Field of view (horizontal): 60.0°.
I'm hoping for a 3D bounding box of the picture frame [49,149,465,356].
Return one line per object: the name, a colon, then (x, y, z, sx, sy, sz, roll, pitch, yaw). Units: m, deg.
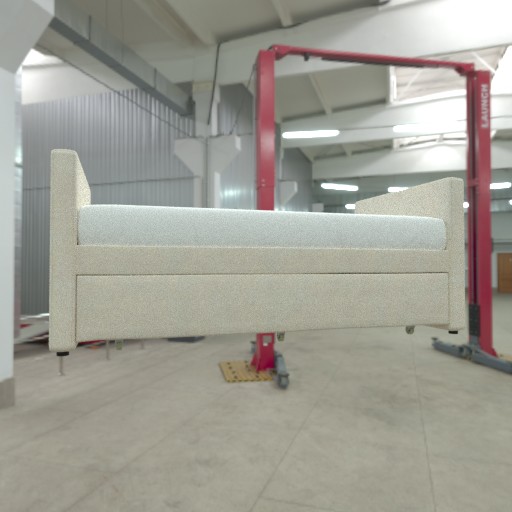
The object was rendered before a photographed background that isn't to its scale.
picture frame: (0.000, 0.000, 2.697, 2.161, 0.891, 1.069, 0, -1, -17)
